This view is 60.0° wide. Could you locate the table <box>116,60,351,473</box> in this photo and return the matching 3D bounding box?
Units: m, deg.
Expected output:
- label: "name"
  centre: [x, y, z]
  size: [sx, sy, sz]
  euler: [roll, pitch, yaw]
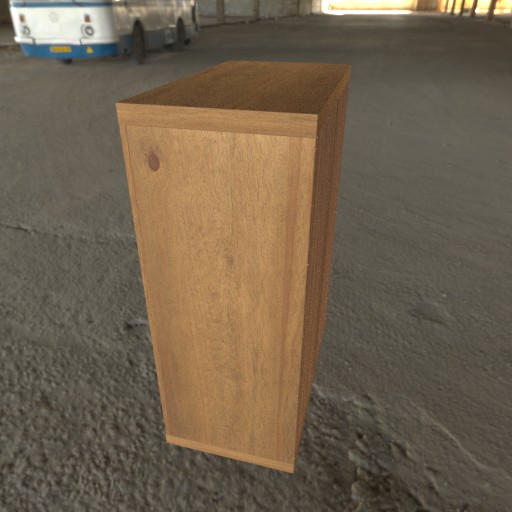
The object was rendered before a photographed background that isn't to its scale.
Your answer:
- label: "table"
  centre: [0.000, 0.000, 1.727]
  size: [0.524, 1.294, 0.901]
  euler: [8, 31, 13]
